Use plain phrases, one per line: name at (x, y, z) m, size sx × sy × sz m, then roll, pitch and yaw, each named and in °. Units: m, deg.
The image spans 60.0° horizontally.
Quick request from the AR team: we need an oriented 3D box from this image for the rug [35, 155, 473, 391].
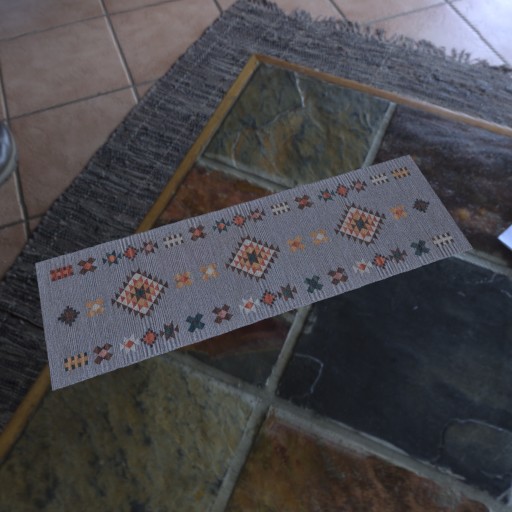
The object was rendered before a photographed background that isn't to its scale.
rug at (0.000, 0.000, 2.581) m, size 2.432 × 0.008 × 0.766 m, roll -17°, pitch 63°, yaw -9°
